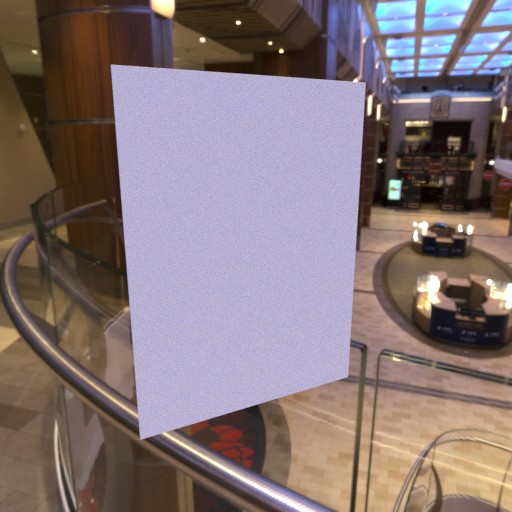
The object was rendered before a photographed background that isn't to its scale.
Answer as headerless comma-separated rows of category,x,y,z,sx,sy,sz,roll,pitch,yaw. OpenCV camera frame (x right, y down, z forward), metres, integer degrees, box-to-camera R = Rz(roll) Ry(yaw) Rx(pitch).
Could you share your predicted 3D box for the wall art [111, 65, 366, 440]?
wall art,0.000,0.000,0.800,0.457,0.610,0.003,-8,17,-26
